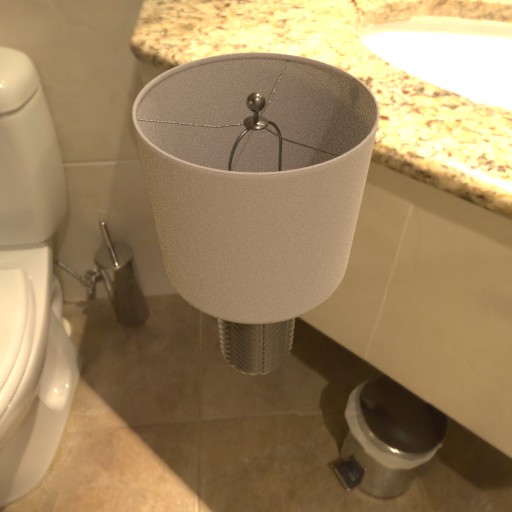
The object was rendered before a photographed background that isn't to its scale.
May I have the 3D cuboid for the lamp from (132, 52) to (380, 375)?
[{"bbox_3d":[0.000,0.000,0.505,0.203,0.389,0.203,-33,54,-27],"label":"lamp"}]
